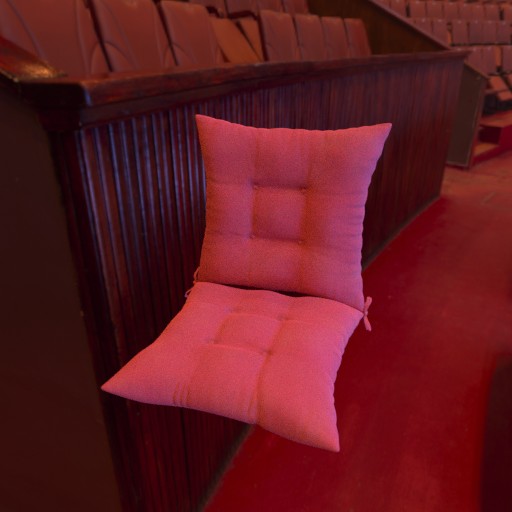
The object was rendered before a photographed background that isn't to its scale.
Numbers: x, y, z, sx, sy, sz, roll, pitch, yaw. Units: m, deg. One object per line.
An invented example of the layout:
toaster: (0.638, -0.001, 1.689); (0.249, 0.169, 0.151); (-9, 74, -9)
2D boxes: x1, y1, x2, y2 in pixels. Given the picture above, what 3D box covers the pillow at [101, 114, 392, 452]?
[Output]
pillow: (0.000, 0.000, 1.012); (0.541, 0.536, 0.585); (8, 27, 16)
